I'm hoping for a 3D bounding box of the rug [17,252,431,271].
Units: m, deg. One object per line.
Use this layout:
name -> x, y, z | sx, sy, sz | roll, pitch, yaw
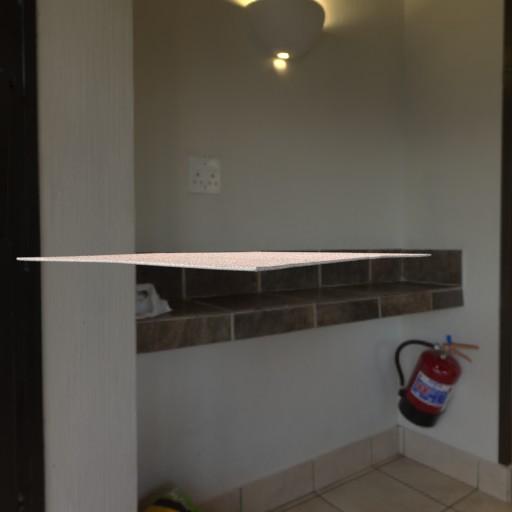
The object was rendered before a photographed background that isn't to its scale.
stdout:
rug -> 0.000, 0.000, 2.881 | 1.624, 0.030, 2.264 | 1, 2, 36
